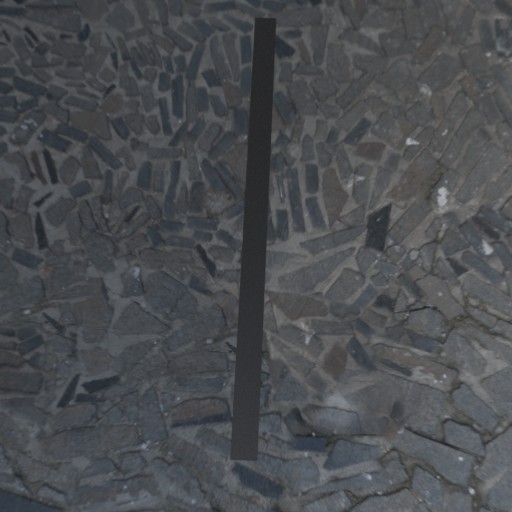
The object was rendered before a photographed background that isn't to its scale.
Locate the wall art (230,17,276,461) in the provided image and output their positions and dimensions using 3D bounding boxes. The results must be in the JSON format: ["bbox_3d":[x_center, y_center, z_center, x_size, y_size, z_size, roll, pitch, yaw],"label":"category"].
[{"bbox_3d":[0.000,0.000,0.760,0.029,0.457,0.558,3,77,1],"label":"wall art"}]
